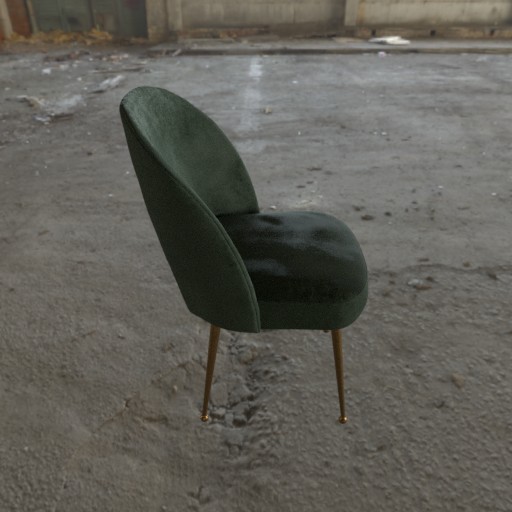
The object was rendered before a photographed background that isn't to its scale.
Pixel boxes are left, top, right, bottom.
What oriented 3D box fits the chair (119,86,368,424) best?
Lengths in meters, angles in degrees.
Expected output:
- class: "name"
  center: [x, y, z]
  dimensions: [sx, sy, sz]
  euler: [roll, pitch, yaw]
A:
- class: "chair"
  center: [0.000, 0.000, 1.214]
  dimensions: [0.577, 0.860, 0.527]
  euler: [0, 31, 1]
